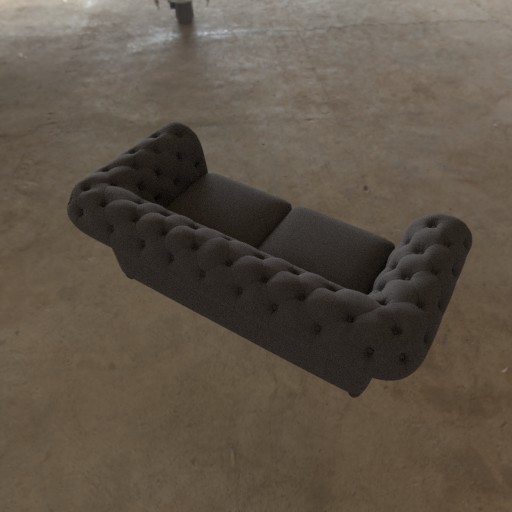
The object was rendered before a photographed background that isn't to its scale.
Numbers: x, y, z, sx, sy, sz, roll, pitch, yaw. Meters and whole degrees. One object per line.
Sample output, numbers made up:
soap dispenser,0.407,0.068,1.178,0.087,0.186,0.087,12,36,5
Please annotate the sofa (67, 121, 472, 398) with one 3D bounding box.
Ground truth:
sofa,0.000,0.000,2.491,1.998,0.764,0.986,24,51,21
